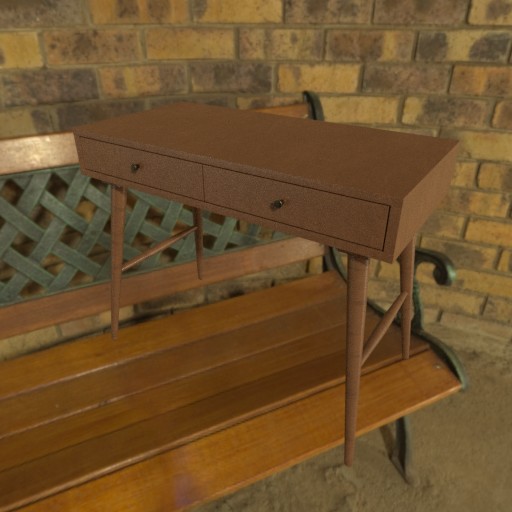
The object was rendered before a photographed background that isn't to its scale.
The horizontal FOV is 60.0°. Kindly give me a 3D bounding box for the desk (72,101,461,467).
[{"bbox_3d":[0.000,0.000,1.386,0.949,0.758,0.510,18,34,29],"label":"desk"}]
